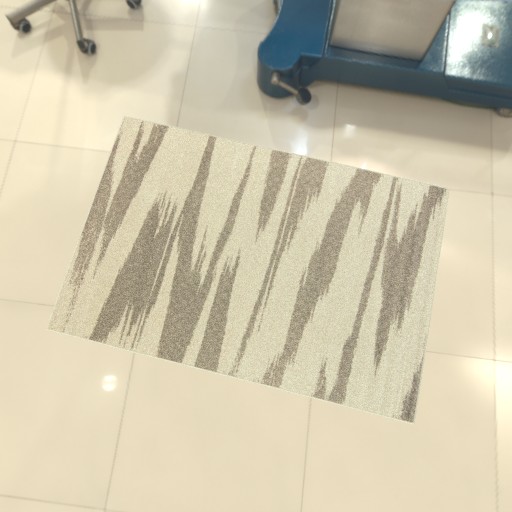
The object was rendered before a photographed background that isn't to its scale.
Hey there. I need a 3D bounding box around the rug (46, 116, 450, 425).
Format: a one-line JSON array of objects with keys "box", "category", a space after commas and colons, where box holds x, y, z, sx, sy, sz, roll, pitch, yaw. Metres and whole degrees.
[{"box": [0.000, 0.000, 2.269, 1.827, 0.008, 1.225, 13, 76, 4], "category": "rug"}]
